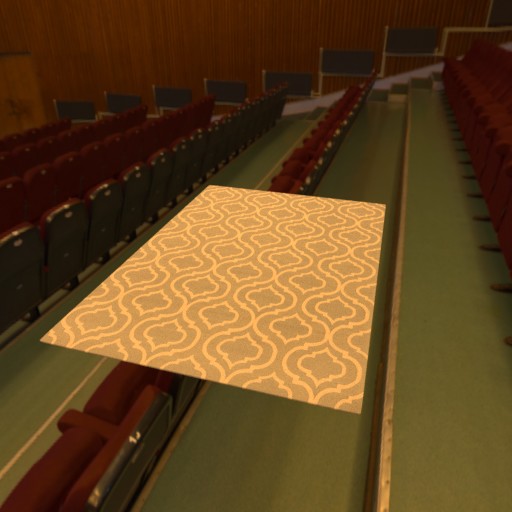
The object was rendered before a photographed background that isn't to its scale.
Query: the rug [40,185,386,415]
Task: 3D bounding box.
[{"bbox_3d":[0.000,0.000,2.712,1.451,0.010,2.080,9,31,15],"label":"rug"}]
